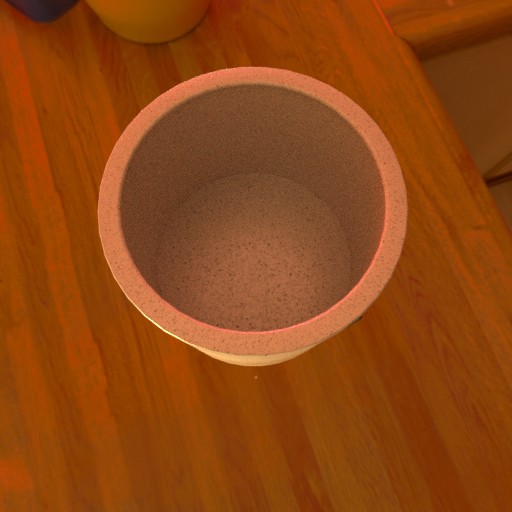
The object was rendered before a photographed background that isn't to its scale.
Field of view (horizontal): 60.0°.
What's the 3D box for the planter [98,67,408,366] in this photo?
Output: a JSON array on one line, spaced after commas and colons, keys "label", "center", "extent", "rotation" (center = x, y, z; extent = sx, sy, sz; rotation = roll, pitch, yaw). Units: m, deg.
[{"label": "planter", "center": [0.000, 0.000, 0.738], "extent": [0.368, 0.484, 0.359], "rotation": [40, 78, 10]}]
